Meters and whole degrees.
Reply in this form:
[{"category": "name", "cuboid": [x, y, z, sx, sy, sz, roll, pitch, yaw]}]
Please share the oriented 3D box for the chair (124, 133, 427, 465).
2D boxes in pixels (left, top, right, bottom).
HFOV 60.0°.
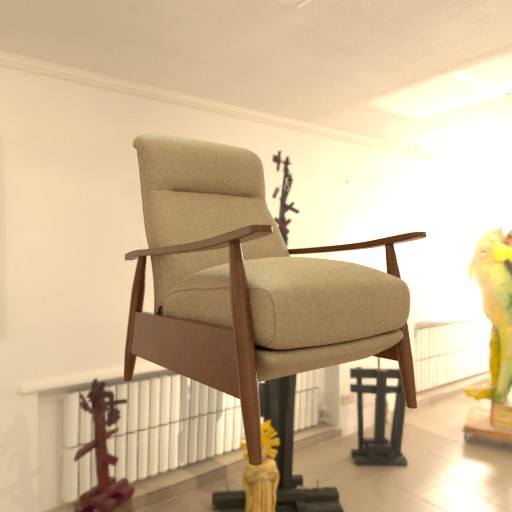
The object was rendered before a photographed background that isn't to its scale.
[{"category": "chair", "cuboid": [0.000, 0.000, 1.758, 0.762, 1.082, 1.030, -1, 1, -37]}]
